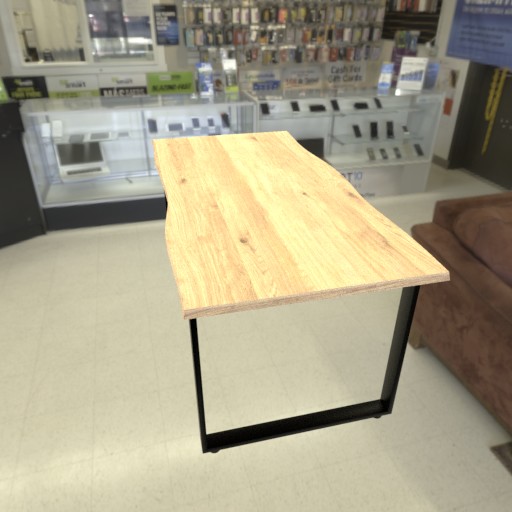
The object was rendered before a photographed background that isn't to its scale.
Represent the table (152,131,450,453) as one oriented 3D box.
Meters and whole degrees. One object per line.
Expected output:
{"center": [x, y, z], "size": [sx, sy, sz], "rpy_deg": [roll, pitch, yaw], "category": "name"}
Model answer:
{"center": [0.000, 0.000, 2.289], "size": [0.900, 0.780, 1.800], "rpy_deg": [-7, 31, -12], "category": "table"}
